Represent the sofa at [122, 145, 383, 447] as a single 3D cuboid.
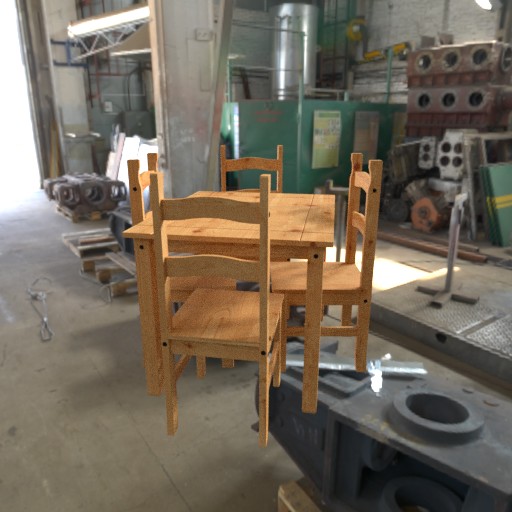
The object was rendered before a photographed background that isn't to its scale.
[{"bbox_3d":[0.000,0.000,2.245,1.144,1.000,1.529,3,18,9],"label":"sofa"}]
